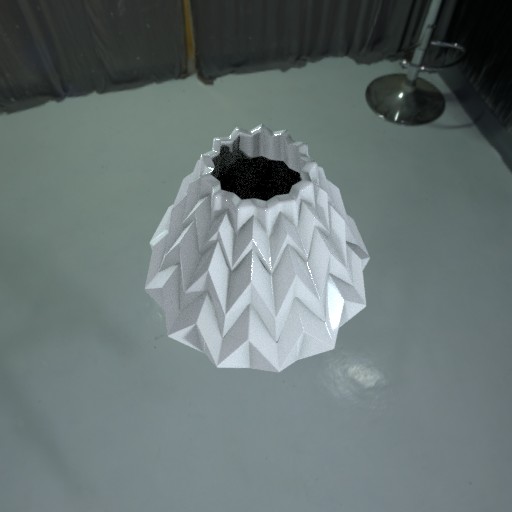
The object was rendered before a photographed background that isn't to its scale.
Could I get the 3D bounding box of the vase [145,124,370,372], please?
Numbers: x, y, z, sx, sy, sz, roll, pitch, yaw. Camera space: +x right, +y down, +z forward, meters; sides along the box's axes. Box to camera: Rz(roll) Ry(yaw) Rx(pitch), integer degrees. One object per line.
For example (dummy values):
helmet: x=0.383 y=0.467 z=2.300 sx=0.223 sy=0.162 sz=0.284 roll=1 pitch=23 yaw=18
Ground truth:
vase: x=0.000 y=0.000 z=0.316 sx=0.164 sy=0.185 sz=0.164 roll=0 pitch=58 yaw=0
